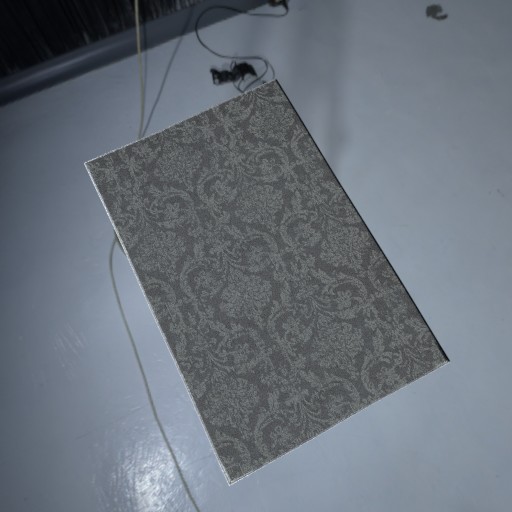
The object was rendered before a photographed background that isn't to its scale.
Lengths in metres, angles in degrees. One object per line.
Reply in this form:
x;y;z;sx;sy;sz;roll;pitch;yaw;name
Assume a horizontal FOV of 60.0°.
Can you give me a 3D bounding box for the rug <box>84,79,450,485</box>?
0.000;0.000;3.482;1.819;0.018;2.746;-26;76;-7;rug
